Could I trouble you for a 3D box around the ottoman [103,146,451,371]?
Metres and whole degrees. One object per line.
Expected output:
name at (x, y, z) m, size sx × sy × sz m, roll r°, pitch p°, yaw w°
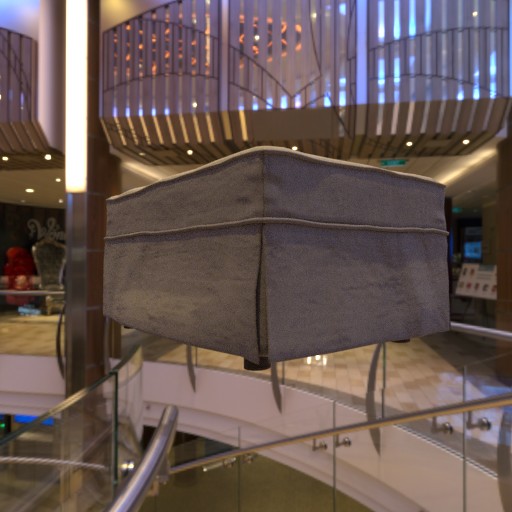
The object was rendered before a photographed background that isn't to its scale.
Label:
ottoman at (0.000, 0.000, 1.361) m, size 0.703 × 0.479 × 0.944 m, roll 0°, pitch 0°, yaw -37°
